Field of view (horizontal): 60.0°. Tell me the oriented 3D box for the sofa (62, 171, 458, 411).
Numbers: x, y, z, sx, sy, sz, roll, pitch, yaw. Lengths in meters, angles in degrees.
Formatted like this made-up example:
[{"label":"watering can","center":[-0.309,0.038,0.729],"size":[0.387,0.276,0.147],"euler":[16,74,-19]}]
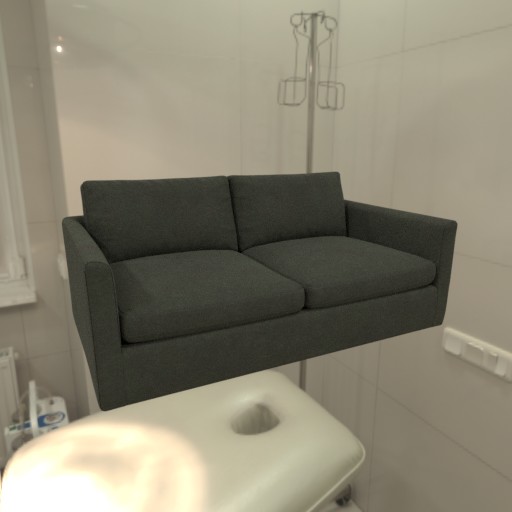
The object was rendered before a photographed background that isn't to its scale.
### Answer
[{"label":"sofa","center":[0.000,0.000,2.485],"size":[1.909,0.845,1.091],"euler":[-7,16,-26]}]
